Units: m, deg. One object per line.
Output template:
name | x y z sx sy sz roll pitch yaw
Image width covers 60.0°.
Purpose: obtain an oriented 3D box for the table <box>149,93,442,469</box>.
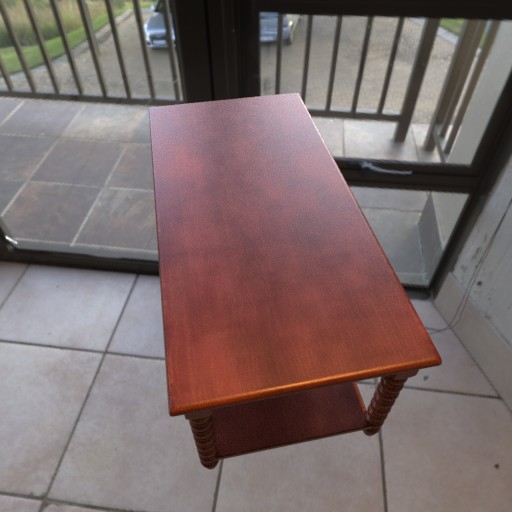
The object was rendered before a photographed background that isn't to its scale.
table | 0.000 0.000 1.455 0.580 0.485 1.171 -8 48 -8
